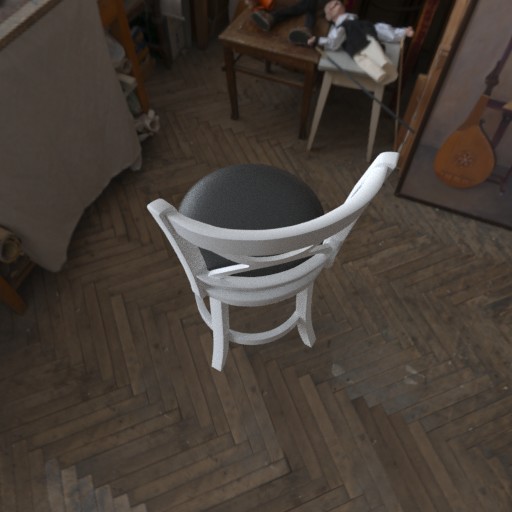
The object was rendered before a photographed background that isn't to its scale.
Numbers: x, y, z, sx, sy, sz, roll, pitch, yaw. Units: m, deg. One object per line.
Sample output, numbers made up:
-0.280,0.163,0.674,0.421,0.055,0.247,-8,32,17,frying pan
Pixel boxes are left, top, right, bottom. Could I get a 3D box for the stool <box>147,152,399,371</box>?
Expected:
0.000,0.000,1.225,0.444,0.953,0.508,-13,59,-8,stool
